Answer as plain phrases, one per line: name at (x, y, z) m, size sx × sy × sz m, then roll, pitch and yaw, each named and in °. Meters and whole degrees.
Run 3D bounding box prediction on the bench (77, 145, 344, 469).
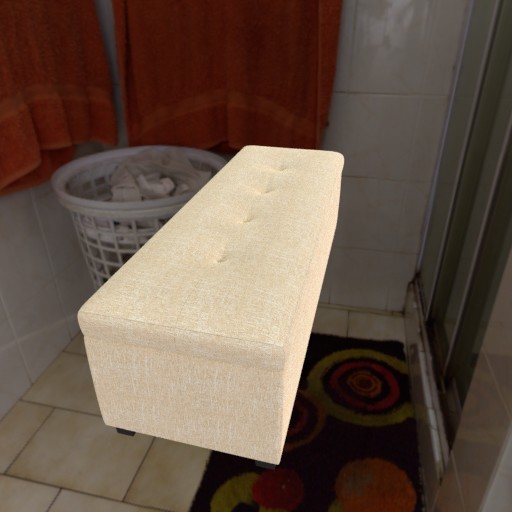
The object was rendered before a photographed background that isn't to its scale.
bench at (0.000, 0.000, 1.422) m, size 0.432 × 0.406 × 1.219 m, roll 7°, pitch 30°, yaw 13°
